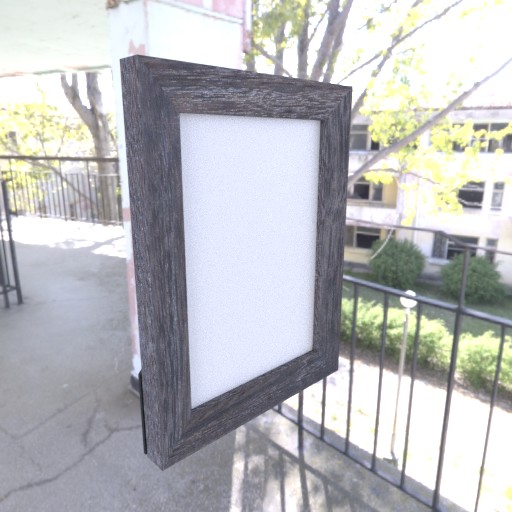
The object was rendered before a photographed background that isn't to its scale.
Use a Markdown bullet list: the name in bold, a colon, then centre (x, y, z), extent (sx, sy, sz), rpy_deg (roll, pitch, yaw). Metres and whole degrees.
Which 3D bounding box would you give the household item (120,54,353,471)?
- **household item**: centre (0.000, 0.000, 0.276), extent (0.160, 0.210, 0.020), rpy_deg (-13, 19, -42)
